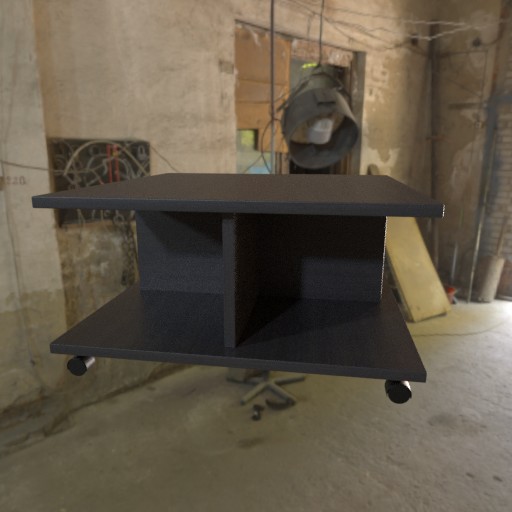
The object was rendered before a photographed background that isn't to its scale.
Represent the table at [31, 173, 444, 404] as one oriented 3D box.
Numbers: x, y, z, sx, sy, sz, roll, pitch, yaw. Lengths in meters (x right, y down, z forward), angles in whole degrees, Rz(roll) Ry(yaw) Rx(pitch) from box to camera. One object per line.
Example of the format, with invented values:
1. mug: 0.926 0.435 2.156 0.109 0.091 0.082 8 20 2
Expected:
1. table: 0.000 0.000 1.213 0.762 0.396 0.762 2 14 9
